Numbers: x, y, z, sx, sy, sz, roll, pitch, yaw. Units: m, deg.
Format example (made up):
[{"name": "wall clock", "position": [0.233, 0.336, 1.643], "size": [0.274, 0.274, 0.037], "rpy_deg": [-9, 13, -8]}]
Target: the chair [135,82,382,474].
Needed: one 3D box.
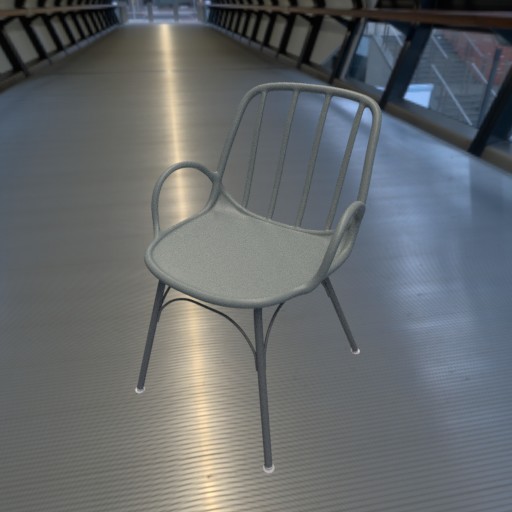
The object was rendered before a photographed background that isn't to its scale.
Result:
[{"name": "chair", "position": [0.000, 0.000, 1.223], "size": [0.549, 0.816, 0.597], "rpy_deg": [19, 36, 29]}]
